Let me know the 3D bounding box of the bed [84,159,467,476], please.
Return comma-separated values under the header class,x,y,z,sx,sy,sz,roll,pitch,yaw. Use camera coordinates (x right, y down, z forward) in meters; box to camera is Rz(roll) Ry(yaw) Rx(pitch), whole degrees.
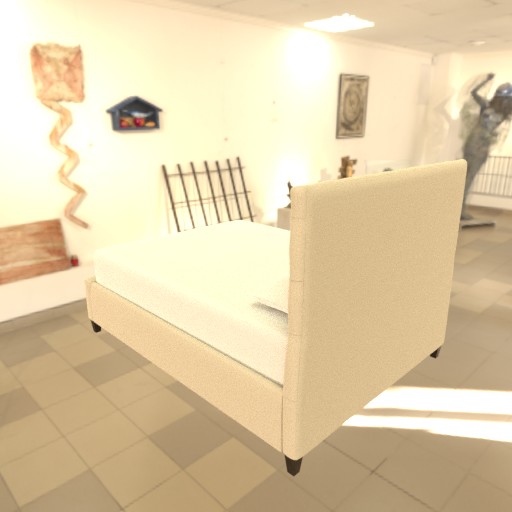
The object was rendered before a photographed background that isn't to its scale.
class,x,y,z,sx,sy,sz,roll,pitch,yaw
bed,0.000,0.000,3.249,1.696,1.426,2.233,-17,24,-42
